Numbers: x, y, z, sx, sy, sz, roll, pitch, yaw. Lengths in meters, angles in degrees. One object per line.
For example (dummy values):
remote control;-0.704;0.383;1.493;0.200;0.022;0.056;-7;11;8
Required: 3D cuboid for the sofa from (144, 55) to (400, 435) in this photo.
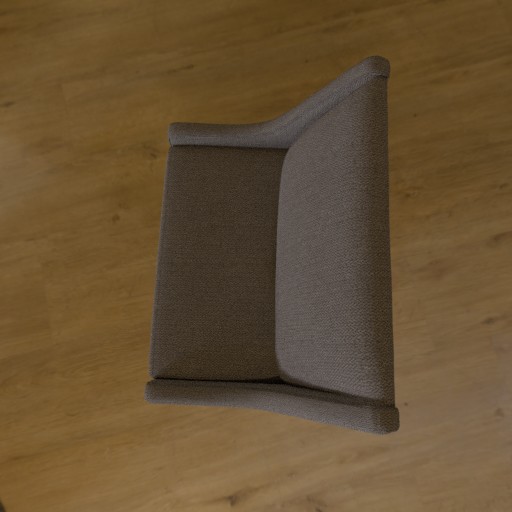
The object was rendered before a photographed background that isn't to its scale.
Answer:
sofa;0.000;0.000;1.862;0.873;1.022;1.242;2;78;0
